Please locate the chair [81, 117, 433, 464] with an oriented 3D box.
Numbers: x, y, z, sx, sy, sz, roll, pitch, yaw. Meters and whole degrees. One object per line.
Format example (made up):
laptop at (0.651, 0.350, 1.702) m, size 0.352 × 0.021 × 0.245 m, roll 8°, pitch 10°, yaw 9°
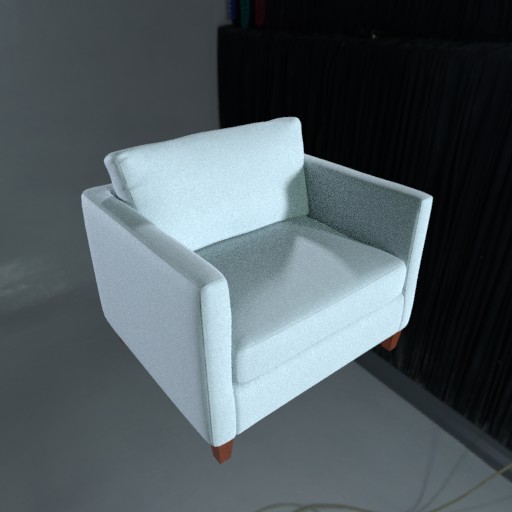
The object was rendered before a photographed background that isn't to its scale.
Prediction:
chair at (0.000, 0.000, 1.877) m, size 1.107 × 0.961 × 0.953 m, roll -21°, pitch 35°, yaw -33°
